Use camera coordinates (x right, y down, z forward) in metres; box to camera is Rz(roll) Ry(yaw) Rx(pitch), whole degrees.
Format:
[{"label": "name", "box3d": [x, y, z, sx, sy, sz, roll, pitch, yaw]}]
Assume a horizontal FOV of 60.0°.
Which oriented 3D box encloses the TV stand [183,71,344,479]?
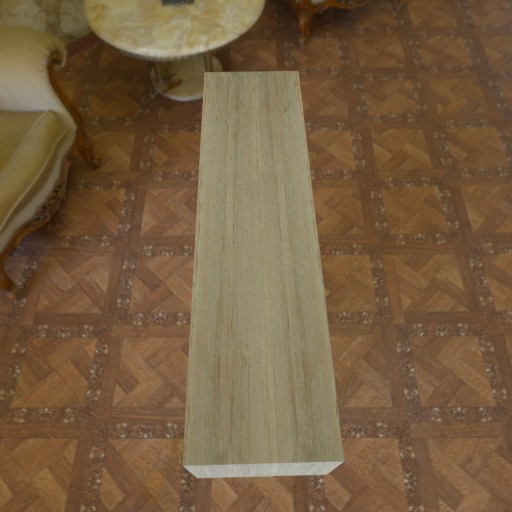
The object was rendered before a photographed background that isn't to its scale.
[{"label": "TV stand", "box3d": [0.000, 0.000, 1.801, 0.420, 0.550, 1.600, -1, 59, -1]}]
